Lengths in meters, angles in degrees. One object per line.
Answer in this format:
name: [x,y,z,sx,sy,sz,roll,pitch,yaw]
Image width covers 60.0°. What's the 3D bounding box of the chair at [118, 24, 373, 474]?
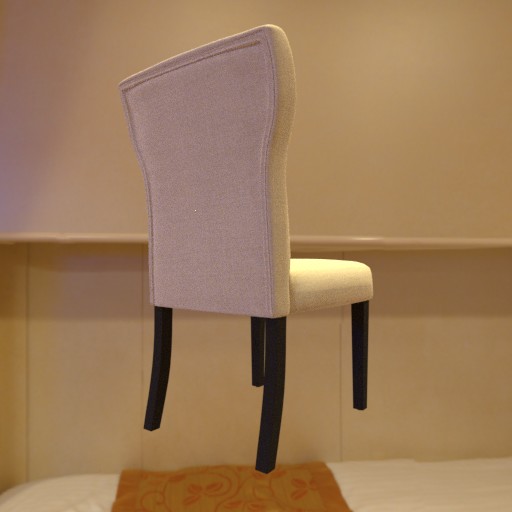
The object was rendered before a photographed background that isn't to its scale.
chair: [0.000,0.000,1.235,0.509,0.921,0.597,0,0,37]
